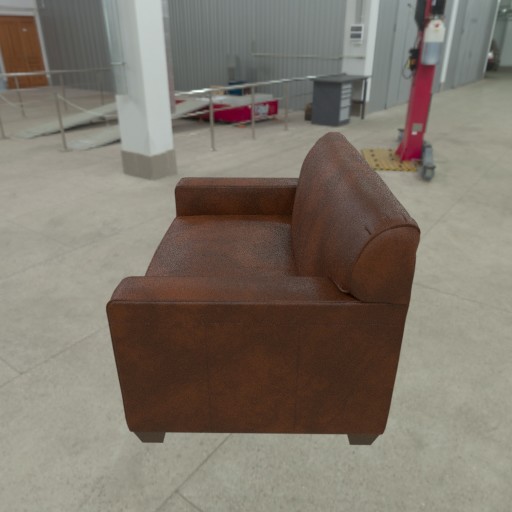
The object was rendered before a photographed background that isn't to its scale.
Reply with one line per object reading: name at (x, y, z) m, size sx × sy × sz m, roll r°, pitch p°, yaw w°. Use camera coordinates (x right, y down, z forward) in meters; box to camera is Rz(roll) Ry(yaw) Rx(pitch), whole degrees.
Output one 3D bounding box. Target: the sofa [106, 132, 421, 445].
sofa at (0.000, 0.000, 2.055) m, size 1.000 × 0.956 × 1.413 m, roll 0°, pitch 26°, yaw 1°
